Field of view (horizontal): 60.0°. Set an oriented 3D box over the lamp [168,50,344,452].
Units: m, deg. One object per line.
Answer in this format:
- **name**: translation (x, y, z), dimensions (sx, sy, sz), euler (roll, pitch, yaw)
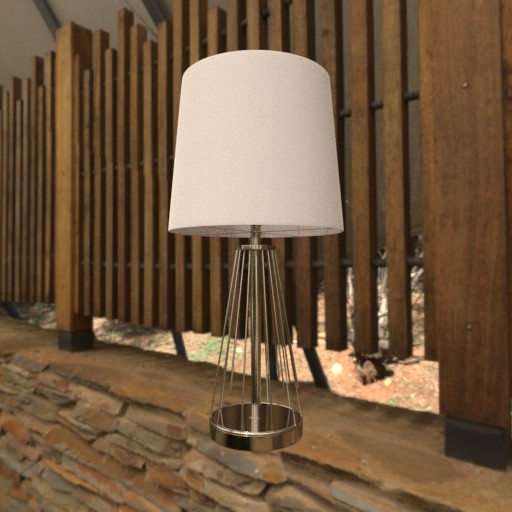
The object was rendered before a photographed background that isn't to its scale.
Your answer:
- **lamp**: translation (0.000, 0.000, 0.780), dimensions (0.303, 0.618, 0.303), euler (0, -1, 0)
